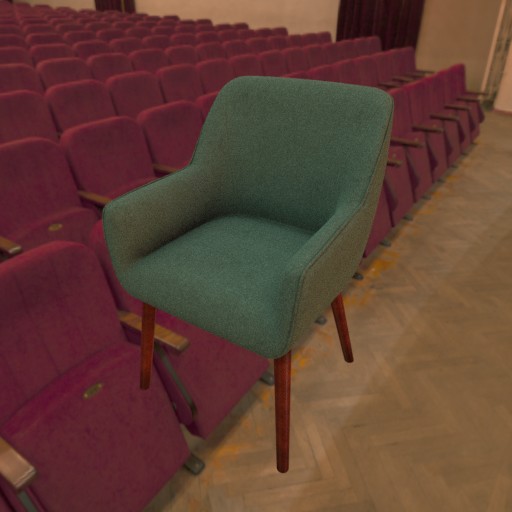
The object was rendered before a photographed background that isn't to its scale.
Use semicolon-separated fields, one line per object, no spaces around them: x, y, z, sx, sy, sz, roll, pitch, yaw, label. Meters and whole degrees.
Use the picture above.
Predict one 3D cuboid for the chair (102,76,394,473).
0.000;0.000;1.147;0.543;0.803;0.519;18;34;29;chair
